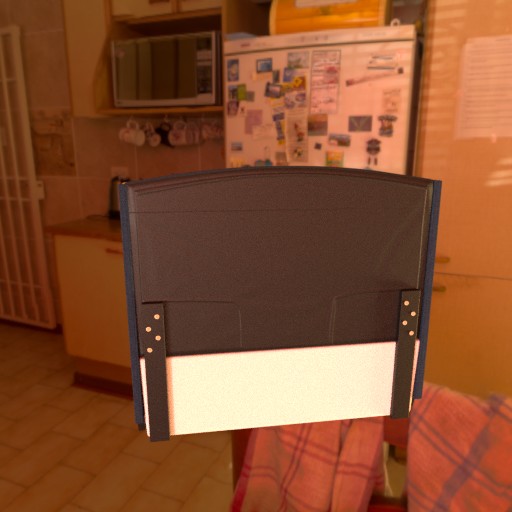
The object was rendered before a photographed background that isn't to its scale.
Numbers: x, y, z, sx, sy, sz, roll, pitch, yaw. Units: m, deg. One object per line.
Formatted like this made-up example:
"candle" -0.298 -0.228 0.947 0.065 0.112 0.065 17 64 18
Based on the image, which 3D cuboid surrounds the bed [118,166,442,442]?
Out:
"bed" 0.000 0.000 3.302 1.604 1.402 2.223 -2 14 -8
